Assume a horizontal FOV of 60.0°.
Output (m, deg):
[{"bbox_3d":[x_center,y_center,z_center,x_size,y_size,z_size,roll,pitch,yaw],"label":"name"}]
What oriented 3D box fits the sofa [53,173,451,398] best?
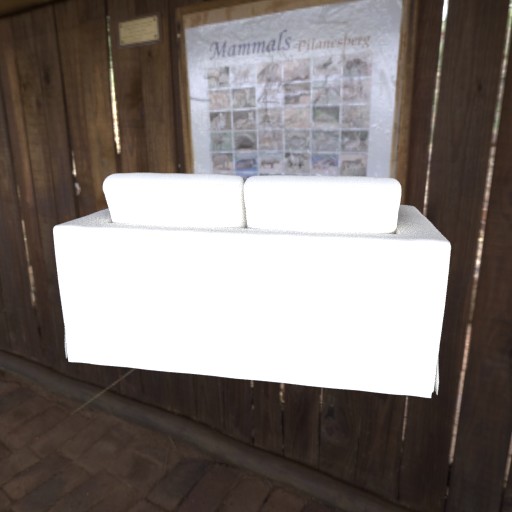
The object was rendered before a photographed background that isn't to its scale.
[{"bbox_3d":[0.000,0.000,2.452,1.813,0.932,1.009,3,15,10],"label":"sofa"}]
